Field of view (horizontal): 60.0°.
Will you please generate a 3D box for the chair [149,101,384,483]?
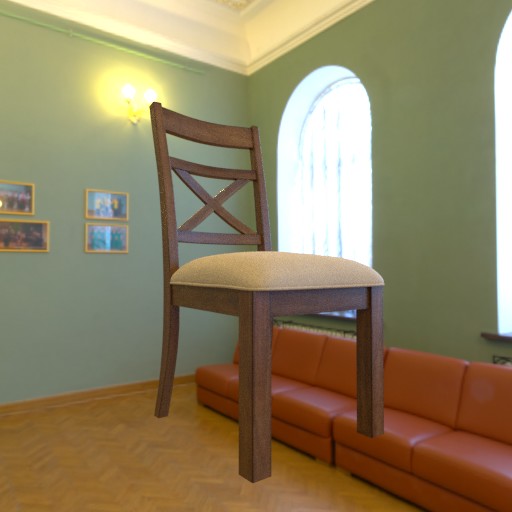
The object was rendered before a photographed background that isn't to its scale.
[{"bbox_3d":[0.000,0.000,1.269,0.461,0.949,0.581,1,-2,-38],"label":"chair"}]
